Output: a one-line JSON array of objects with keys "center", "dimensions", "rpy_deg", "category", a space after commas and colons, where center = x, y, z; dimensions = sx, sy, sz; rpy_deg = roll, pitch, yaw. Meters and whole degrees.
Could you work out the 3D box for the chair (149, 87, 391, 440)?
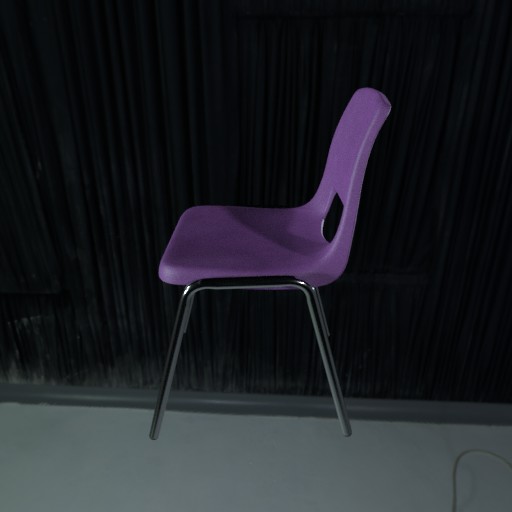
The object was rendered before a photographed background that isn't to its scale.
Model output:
[{"center": [0.000, 0.000, 0.923], "dimensions": [0.432, 0.654, 0.381], "rpy_deg": [0, 26, 1], "category": "chair"}]
